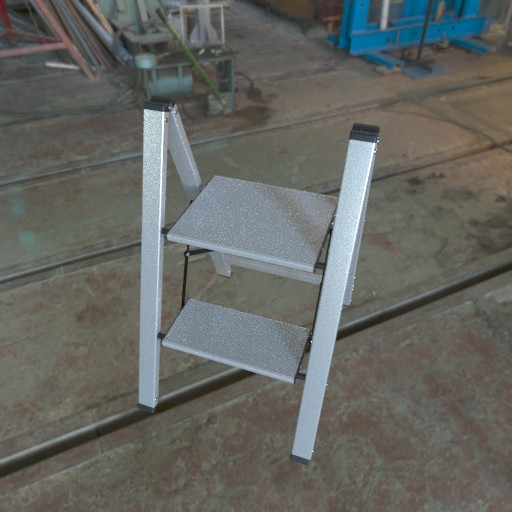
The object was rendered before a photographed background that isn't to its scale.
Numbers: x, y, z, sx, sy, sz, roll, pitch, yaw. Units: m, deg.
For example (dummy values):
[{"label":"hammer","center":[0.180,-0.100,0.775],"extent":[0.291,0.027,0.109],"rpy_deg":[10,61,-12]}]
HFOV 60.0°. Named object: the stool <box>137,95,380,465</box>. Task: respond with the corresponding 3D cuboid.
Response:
[{"label":"stool","center":[0.000,0.000,1.010],"extent":[0.440,0.670,0.535],"rpy_deg":[13,42,14]}]
